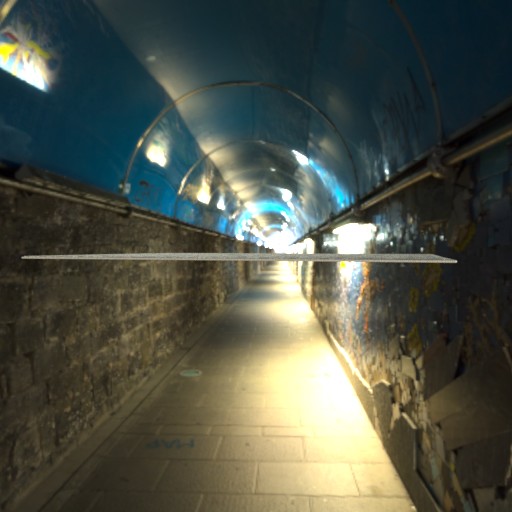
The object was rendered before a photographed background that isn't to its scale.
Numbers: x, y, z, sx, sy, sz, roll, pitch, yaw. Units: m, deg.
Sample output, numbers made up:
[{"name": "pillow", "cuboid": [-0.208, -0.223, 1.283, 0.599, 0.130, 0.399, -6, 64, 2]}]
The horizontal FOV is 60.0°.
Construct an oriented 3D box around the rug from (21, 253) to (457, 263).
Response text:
[{"name": "rug", "cuboid": [0.000, 0.000, 2.840, 2.206, 0.014, 1.578, 0, 1, 19]}]
